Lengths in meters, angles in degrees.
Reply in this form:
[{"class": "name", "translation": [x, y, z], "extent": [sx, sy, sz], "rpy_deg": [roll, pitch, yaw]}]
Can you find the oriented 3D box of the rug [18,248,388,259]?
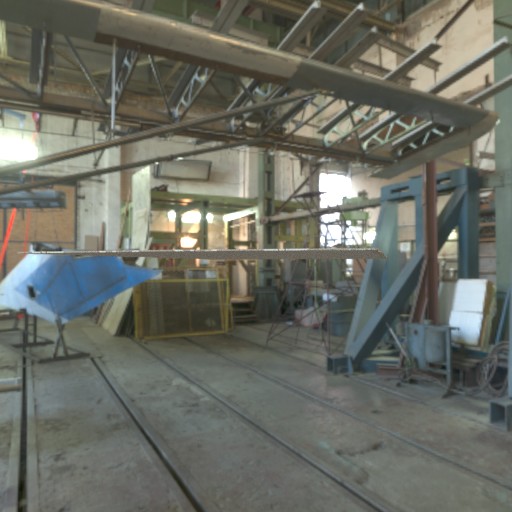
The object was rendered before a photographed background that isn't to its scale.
[{"class": "rug", "translation": [0.000, 0.000, 2.710], "extent": [1.524, 0.013, 2.135], "rpy_deg": [0, -1, 17]}]
